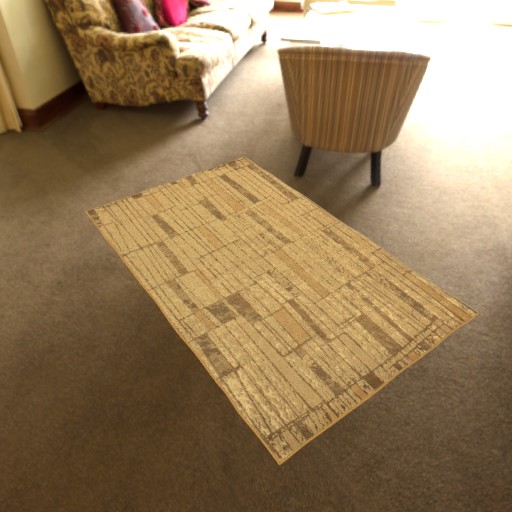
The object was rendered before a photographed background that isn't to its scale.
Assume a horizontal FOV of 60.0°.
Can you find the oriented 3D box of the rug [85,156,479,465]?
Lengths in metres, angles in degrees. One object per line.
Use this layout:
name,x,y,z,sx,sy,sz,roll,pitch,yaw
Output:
rug,0.000,0.000,3.058,1.531,0.023,2.444,-25,46,-27
